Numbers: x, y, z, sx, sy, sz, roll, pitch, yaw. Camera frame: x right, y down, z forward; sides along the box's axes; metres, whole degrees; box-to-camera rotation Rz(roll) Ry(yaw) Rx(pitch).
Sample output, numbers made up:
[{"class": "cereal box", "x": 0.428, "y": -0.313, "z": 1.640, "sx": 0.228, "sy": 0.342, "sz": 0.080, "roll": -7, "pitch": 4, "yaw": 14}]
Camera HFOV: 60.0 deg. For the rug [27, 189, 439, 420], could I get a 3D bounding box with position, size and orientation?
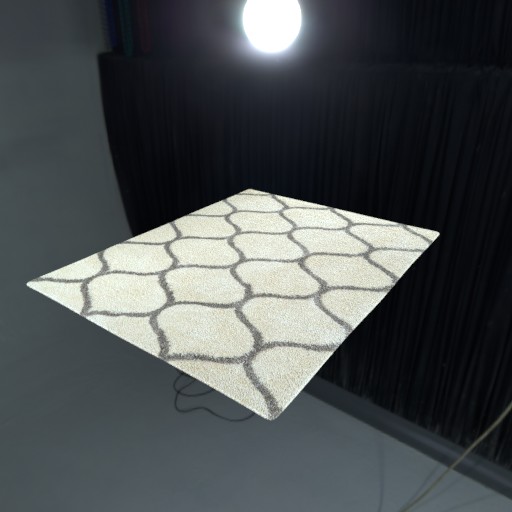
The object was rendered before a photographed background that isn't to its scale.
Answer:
[{"class": "rug", "x": 0.000, "y": 0.000, "z": 4.000, "sx": 2.399, "sy": 0.026, "sz": 3.000, "roll": 18, "pitch": 32, "yaw": 32}]
